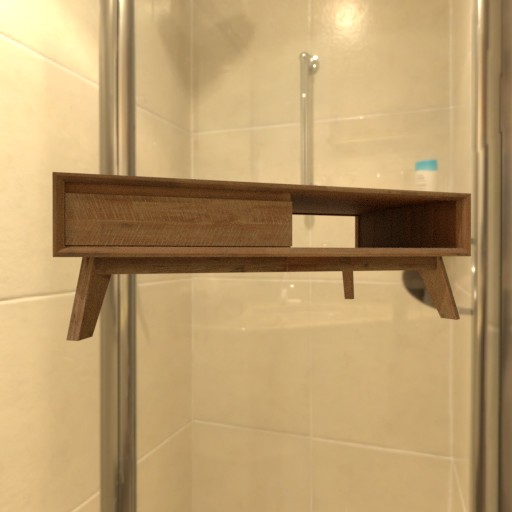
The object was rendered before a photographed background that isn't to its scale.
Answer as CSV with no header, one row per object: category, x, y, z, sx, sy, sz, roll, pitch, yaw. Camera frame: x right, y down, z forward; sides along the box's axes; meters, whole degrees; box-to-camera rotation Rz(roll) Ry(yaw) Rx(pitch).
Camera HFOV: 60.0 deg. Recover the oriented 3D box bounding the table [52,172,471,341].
table,0.000,0.000,2.058,1.619,0.531,0.918,0,0,-18
